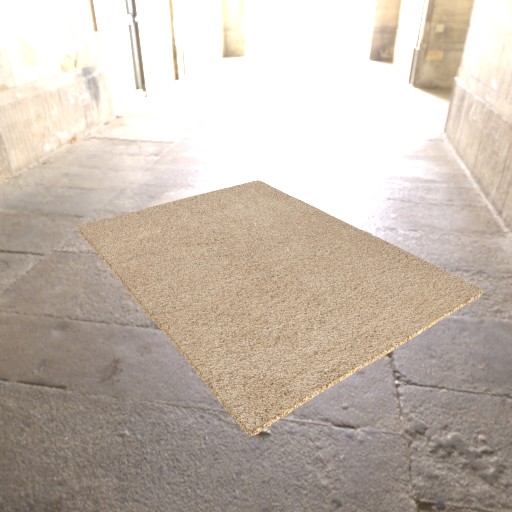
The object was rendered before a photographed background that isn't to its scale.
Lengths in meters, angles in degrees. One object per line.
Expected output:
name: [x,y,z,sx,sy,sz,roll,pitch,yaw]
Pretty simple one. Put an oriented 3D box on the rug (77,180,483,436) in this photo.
rug: [0.000,0.000,2.095,1.199,0.025,1.600,-20,36,-30]
